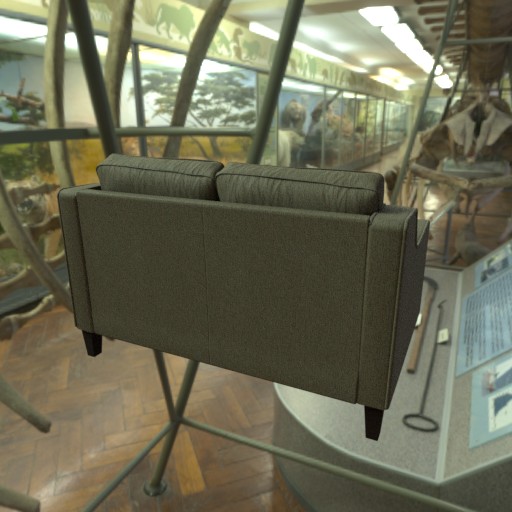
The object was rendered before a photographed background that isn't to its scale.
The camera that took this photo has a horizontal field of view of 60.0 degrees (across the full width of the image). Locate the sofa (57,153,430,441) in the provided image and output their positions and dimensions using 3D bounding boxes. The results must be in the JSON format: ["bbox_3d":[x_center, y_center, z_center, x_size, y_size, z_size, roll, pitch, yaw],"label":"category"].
[{"bbox_3d":[0.000,0.000,2.173,1.503,0.981,0.985,8,19,25],"label":"sofa"}]
